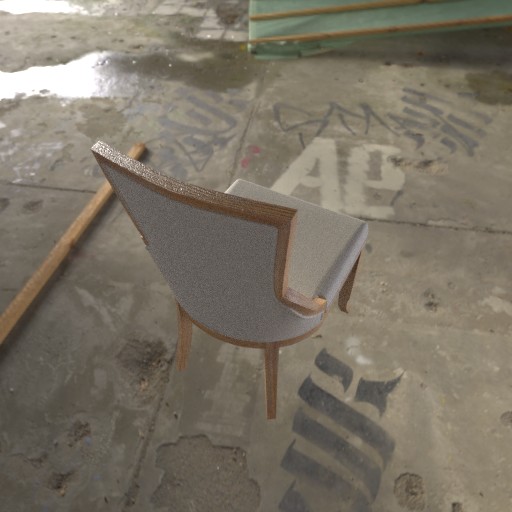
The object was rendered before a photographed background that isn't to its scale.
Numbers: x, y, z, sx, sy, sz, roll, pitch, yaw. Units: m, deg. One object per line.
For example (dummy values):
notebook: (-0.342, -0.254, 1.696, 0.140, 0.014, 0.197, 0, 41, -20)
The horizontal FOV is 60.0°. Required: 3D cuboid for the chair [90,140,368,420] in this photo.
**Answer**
chair: (0.000, 0.000, 1.343, 0.524, 0.947, 0.641, 22, 50, 19)
